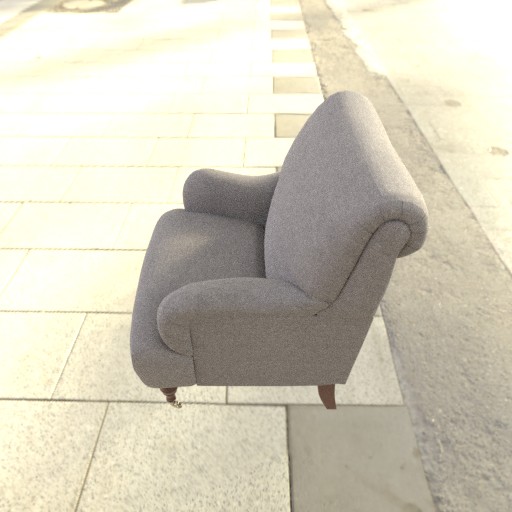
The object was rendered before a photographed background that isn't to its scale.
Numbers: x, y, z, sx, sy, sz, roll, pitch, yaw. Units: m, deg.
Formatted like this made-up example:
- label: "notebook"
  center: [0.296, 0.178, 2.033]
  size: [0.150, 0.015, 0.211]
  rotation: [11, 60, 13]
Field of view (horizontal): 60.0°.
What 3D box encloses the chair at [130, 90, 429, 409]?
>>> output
- label: "chair"
  center: [0.000, 0.000, 1.574]
  size: [0.843, 0.942, 0.766]
  rotation: [-1, 41, -1]
